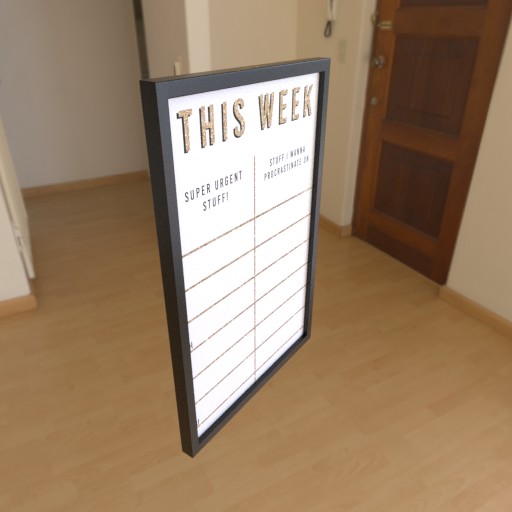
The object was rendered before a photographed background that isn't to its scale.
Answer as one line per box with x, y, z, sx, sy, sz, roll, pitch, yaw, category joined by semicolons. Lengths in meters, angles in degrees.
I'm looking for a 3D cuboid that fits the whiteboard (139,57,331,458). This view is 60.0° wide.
0.000;0.000;0.772;0.026;0.611;0.406;19;33;31;whiteboard
